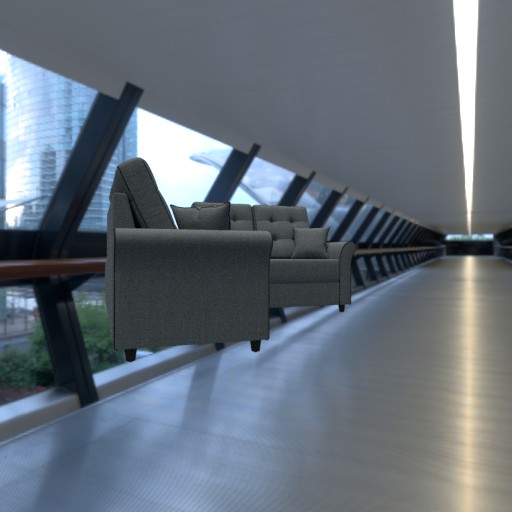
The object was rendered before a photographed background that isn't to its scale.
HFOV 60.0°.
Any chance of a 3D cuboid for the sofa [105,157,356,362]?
[{"bbox_3d":[0.000,0.000,3.264,2.070,0.988,2.068,0,0,-20],"label":"sofa"}]
